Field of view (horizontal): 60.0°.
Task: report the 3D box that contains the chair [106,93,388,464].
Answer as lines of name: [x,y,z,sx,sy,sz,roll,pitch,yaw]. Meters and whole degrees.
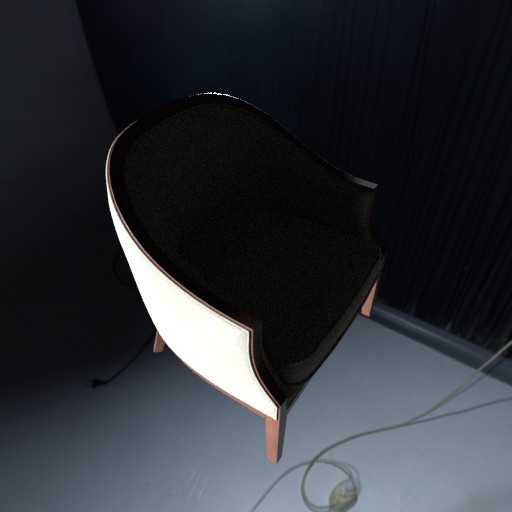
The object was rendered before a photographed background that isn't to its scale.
chair: [0.000,0.000,1.498,0.735,0.876,0.803,24,46,25]
